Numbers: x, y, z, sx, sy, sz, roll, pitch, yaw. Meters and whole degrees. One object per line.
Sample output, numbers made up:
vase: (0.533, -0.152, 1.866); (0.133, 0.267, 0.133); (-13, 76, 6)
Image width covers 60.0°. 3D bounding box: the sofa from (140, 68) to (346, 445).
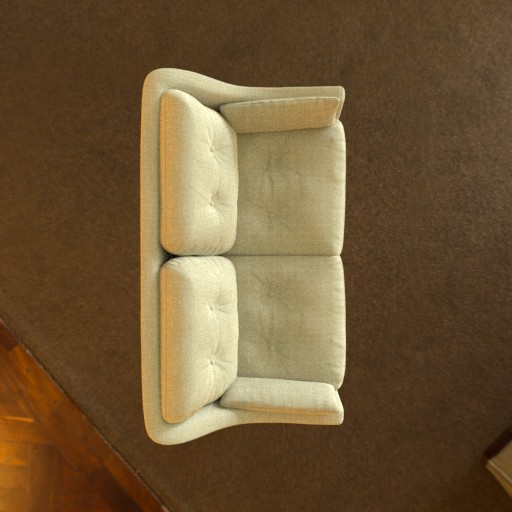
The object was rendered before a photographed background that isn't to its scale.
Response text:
sofa: (0.000, 0.000, 2.250); (0.965, 0.888, 1.652); (0, 91, -1)
